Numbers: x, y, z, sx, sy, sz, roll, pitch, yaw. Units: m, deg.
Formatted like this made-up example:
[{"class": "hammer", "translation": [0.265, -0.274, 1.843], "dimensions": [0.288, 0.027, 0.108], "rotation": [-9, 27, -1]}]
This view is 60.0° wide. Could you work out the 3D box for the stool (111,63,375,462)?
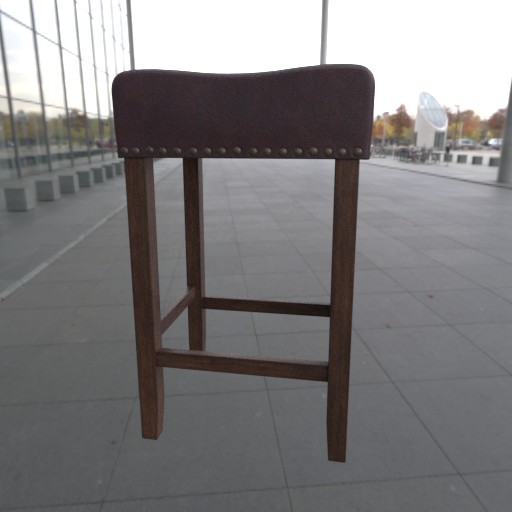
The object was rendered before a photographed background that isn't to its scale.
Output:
[{"class": "stool", "translation": [0.000, 0.000, 1.029], "dimensions": [0.465, 0.769, 0.401], "rotation": [3, 15, 10]}]
